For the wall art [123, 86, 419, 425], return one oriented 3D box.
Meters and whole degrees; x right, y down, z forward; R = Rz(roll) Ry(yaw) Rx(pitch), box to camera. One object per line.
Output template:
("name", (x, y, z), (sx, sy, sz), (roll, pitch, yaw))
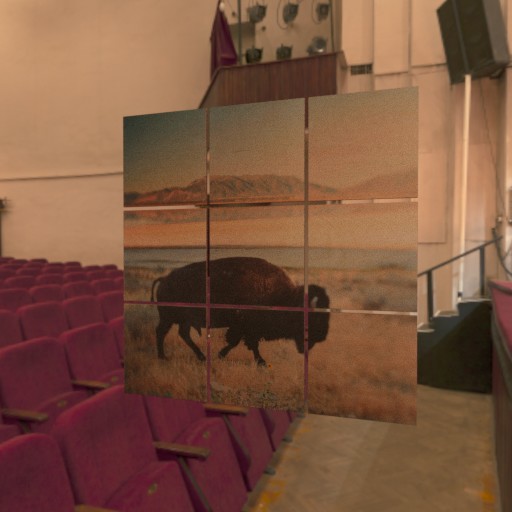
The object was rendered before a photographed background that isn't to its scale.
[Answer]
("wall art", (0.000, 0.000, 2.237), (1.533, 1.532, 0.019), (0, 1, 17))
